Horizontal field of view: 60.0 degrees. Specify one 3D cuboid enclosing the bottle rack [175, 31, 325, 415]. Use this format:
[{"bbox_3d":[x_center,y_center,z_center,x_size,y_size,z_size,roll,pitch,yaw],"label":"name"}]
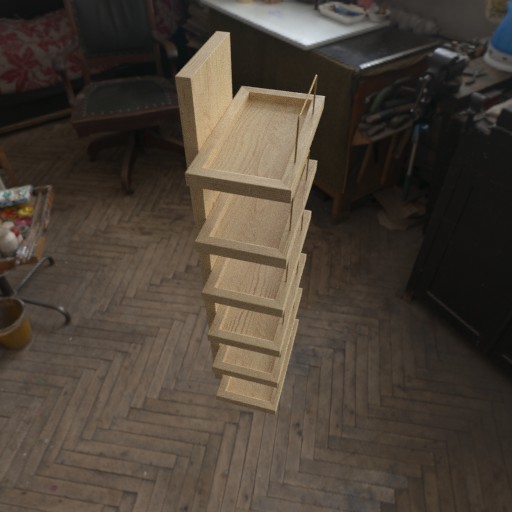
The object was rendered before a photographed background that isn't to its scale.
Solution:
[{"bbox_3d":[0.000,0.000,1.074,0.206,0.943,0.330,11,47,11],"label":"bottle rack"}]
